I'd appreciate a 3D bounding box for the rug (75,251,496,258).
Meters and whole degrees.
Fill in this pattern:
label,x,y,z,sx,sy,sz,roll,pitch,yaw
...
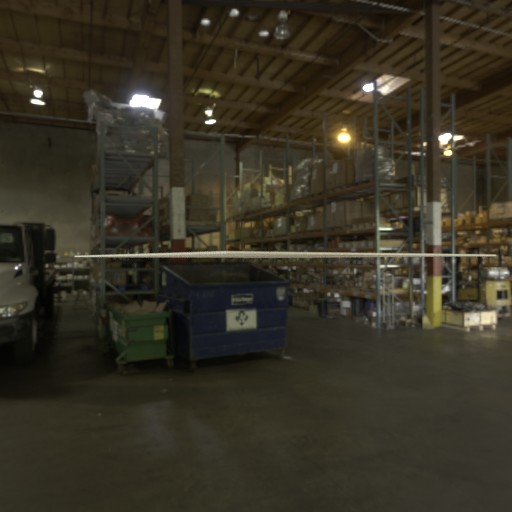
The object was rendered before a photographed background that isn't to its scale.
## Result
label,x,y,z,sx,sy,sz,roll,pitch,yaw
rug,0.000,0.000,3.996,2.438,0.013,3.048,0,-1,-35
